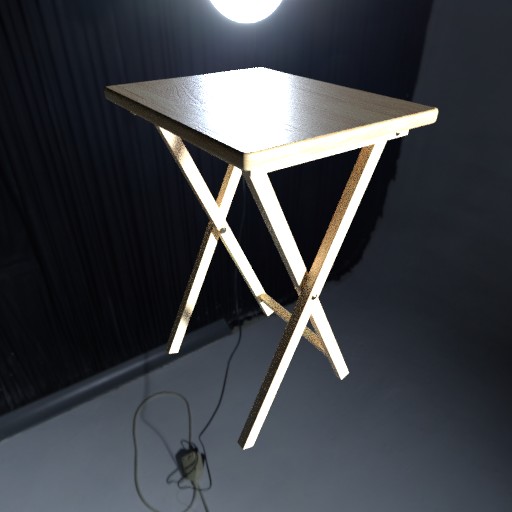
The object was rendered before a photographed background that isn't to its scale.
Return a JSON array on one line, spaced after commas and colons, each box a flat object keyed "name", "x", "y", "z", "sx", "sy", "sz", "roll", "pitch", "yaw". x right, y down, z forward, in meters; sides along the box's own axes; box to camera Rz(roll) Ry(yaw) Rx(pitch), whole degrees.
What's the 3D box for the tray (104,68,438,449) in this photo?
[{"name": "tray", "x": 0.000, "y": 0.000, "z": 0.953, "sx": 0.381, "sy": 0.660, "sz": 0.483, "roll": -21, "pitch": 37, "yaw": -30}]
